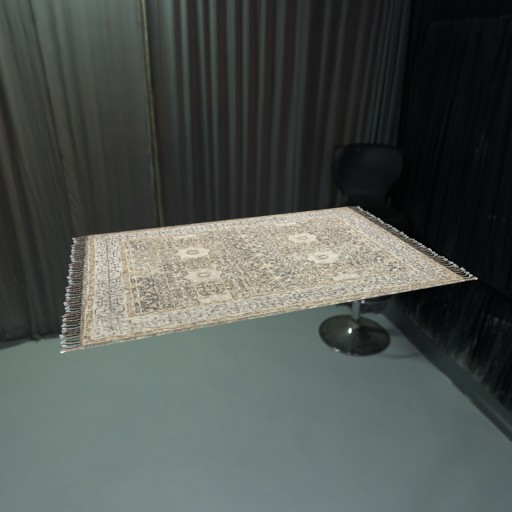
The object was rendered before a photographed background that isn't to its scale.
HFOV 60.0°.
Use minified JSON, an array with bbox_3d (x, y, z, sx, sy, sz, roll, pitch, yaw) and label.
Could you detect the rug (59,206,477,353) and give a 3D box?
[{"bbox_3d":[0.000,0.000,2.540,2.029,0.010,1.237,-8,26,-16],"label":"rug"}]
